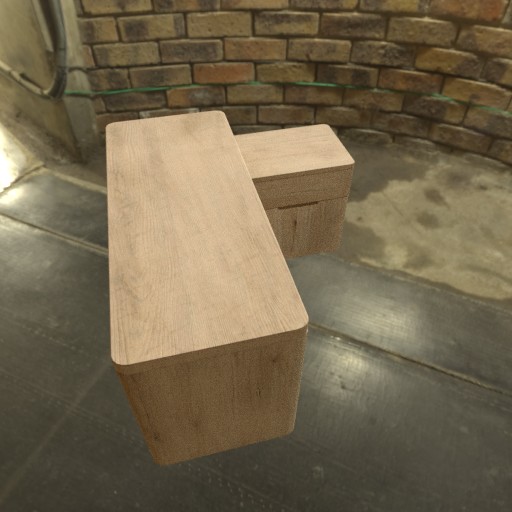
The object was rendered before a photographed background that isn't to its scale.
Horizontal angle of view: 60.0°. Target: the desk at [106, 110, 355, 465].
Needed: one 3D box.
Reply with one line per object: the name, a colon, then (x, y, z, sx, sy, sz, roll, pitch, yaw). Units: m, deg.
desk: (0.000, 0.000, 2.072, 1.175, 0.770, 1.400, -10, 46, -10)
